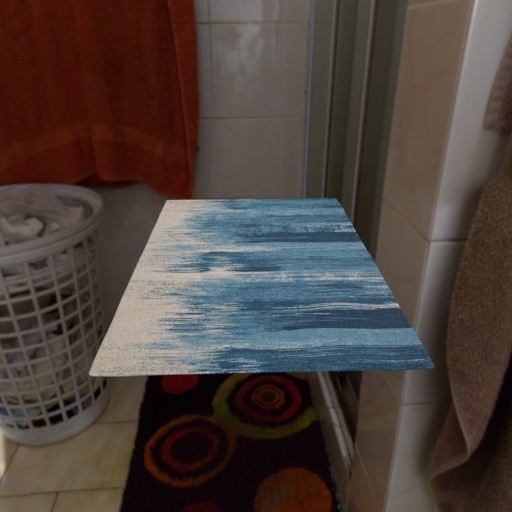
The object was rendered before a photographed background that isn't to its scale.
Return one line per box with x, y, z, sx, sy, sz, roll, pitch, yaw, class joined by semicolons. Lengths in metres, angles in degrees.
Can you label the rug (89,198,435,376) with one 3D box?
0.000;0.000;2.371;1.232;0.009;1.836;-1;26;-2;rug
